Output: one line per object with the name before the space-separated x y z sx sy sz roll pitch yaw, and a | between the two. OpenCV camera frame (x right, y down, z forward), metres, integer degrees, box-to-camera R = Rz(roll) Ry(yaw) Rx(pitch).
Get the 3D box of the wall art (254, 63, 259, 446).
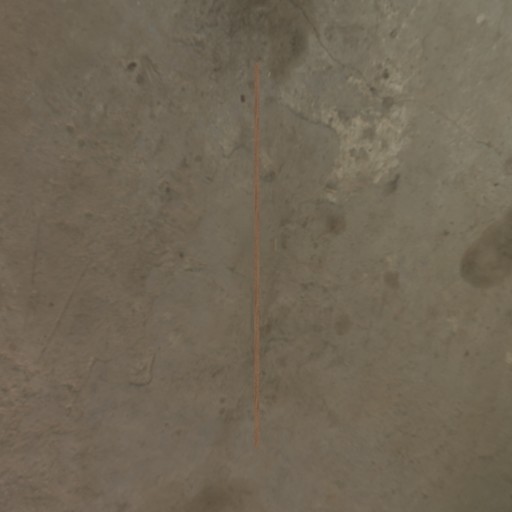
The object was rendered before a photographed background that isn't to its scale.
wall art | 0.000 0.000 1.936 0.019 1.527 1.019 0 90 0
